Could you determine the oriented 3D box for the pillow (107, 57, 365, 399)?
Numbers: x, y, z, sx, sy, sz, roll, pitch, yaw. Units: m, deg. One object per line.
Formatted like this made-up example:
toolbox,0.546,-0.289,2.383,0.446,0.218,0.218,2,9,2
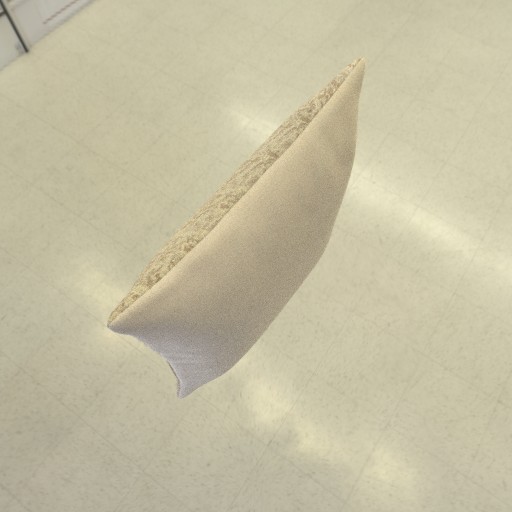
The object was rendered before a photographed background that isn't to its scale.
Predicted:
pillow,0.000,0.000,0.783,0.166,0.510,0.523,34,68,16
